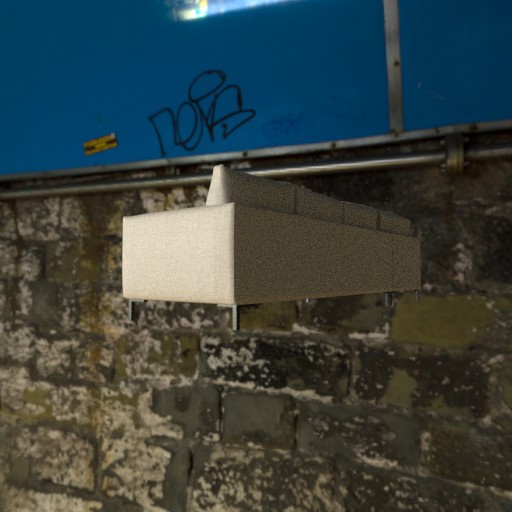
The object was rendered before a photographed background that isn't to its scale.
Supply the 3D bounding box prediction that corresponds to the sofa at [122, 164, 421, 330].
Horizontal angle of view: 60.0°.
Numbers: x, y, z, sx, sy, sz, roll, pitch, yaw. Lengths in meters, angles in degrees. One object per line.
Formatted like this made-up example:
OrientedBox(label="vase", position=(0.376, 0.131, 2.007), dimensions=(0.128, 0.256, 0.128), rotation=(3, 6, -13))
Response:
OrientedBox(label="sofa", position=(0.000, 0.000, 3.185), dimensions=(1.617, 0.703, 2.423), rotation=(-2, -3, 37))
